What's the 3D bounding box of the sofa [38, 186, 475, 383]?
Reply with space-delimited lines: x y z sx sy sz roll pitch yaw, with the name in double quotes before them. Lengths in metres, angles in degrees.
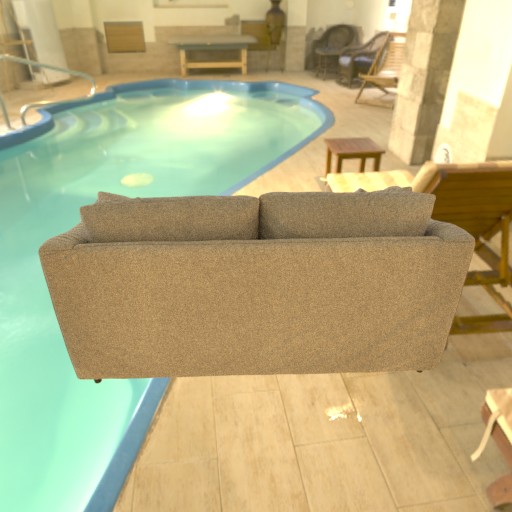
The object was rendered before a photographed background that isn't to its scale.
"sofa" 0.000 0.000 2.619 2.010 1.018 1.072 -1 31 -2
